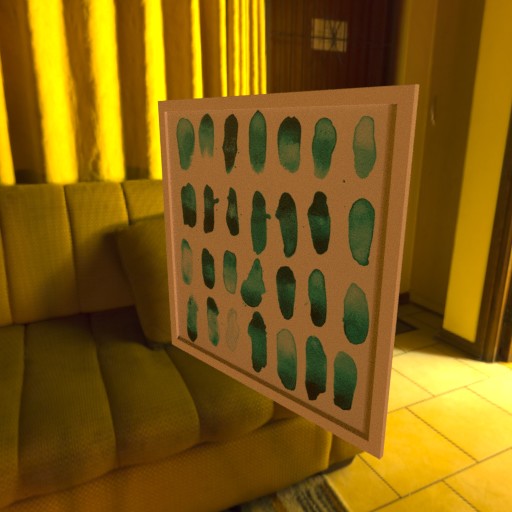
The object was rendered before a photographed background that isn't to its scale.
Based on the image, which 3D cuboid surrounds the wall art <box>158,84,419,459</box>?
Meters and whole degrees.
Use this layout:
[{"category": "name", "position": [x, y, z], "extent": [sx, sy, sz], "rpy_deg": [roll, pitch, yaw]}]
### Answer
[{"category": "wall art", "position": [0.000, 0.000, 0.667], "extent": [0.456, 0.457, 0.009], "rpy_deg": [15, 22, 42]}]
